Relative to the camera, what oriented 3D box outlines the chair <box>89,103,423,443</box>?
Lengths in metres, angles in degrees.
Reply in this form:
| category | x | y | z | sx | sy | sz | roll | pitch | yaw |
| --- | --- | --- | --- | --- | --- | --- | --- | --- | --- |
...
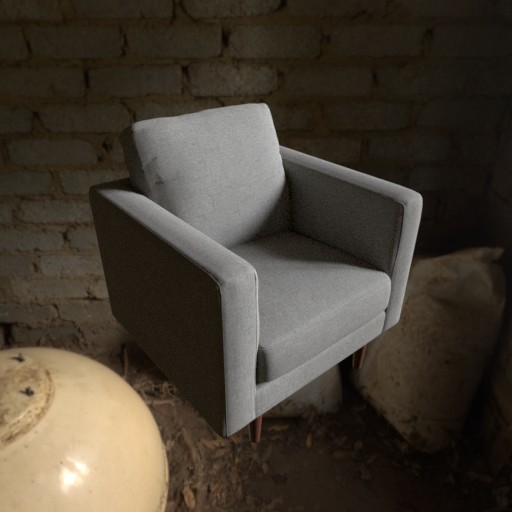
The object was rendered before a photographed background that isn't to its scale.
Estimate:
| category | x | y | z | sx | sy | sz | roll | pitch | yaw |
| --- | --- | --- | --- | --- | --- | --- | --- | --- | --- |
| chair | 0.000 | 0.000 | 1.586 | 0.855 | 0.927 | 0.800 | -22 | 37 | -34 |
